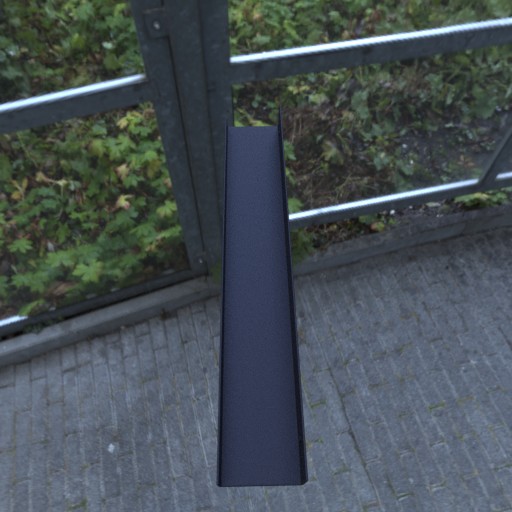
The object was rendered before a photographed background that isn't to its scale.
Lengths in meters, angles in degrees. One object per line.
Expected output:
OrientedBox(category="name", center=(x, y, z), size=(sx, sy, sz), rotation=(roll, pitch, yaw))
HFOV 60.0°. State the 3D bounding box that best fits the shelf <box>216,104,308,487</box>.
OrientedBox(category="shelf", center=(0.000, 0.000, 0.659), size=(0.102, 0.053, 0.605), rotation=(-1, 58, -1))
